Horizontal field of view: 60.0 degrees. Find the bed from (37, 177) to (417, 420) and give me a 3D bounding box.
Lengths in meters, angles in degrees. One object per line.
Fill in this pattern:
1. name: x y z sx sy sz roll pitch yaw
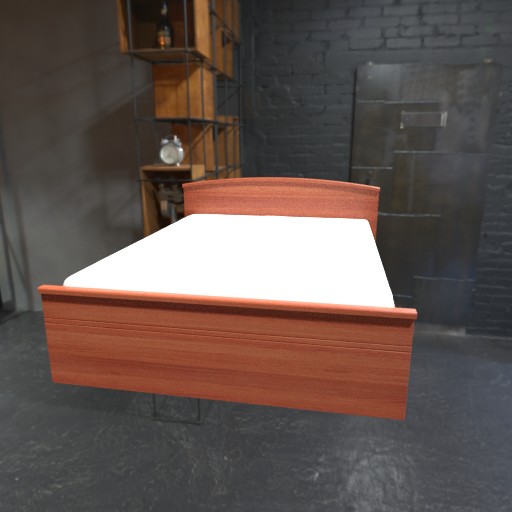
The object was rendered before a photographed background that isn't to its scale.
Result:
1. bed: 0.000 0.000 2.902 1.683 0.848 2.053 3 15 10
